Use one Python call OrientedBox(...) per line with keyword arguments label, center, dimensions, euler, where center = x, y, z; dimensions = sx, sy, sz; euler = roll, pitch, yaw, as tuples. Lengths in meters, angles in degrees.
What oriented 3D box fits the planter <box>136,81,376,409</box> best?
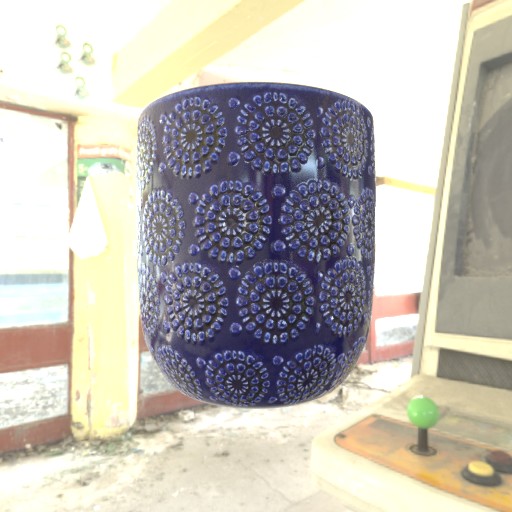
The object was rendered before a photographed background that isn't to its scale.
OrientedBox(label="planter", center=(0.000, 0.000, 0.351), dimensions=(0.184, 0.206, 0.184), euler=(0, -1, 0))
